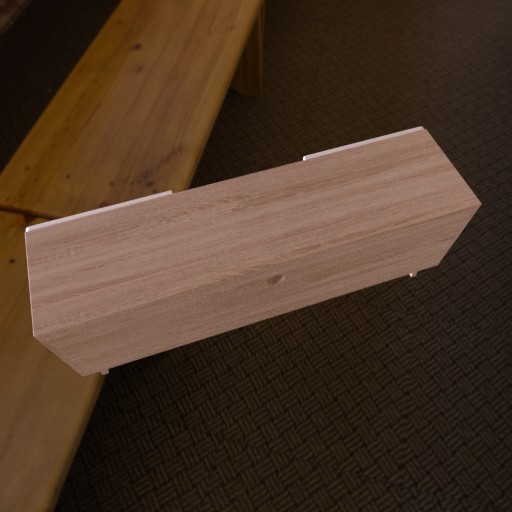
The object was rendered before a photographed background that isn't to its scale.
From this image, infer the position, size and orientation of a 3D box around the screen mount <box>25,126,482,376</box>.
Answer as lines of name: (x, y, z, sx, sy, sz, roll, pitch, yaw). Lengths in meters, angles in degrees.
screen mount: (0.000, 0.000, 1.751, 1.500, 0.570, 0.420, -16, 61, -9)
